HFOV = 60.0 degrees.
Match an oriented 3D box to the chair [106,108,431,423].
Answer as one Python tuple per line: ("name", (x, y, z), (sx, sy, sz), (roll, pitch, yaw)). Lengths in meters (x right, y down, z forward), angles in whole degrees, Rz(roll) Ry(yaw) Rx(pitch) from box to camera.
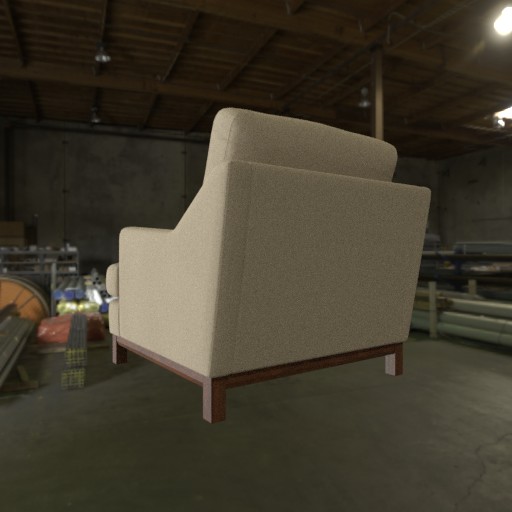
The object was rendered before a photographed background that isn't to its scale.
("chair", (0.000, 0.000, 1.773), (0.912, 0.916, 1.001), (0, 1, -36))
